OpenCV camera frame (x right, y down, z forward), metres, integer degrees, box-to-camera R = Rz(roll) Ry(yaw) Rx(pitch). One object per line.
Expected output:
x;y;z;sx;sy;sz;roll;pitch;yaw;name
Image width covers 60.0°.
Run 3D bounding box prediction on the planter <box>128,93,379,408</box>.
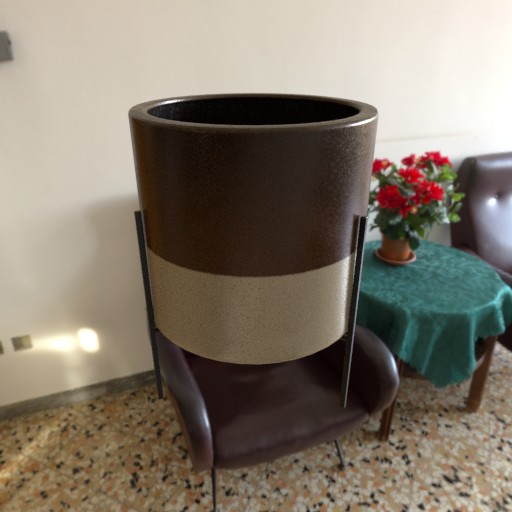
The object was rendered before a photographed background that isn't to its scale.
0.000;0.000;0.721;0.354;0.465;0.345;16;31;30;planter
